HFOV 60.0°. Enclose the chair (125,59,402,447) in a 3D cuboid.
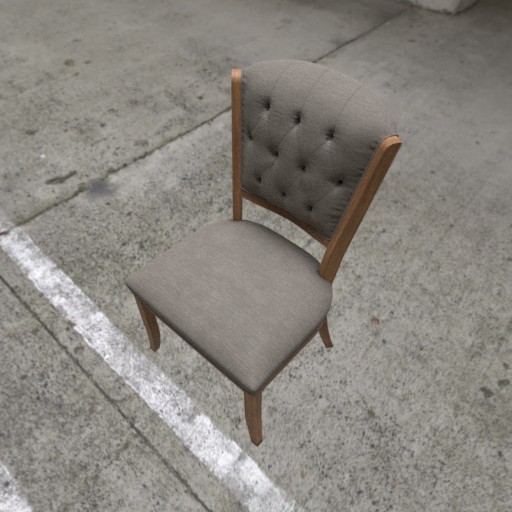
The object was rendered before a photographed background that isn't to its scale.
[{"bbox_3d":[0.000,0.000,1.267,0.513,0.905,0.584,34,57,26],"label":"chair"}]
